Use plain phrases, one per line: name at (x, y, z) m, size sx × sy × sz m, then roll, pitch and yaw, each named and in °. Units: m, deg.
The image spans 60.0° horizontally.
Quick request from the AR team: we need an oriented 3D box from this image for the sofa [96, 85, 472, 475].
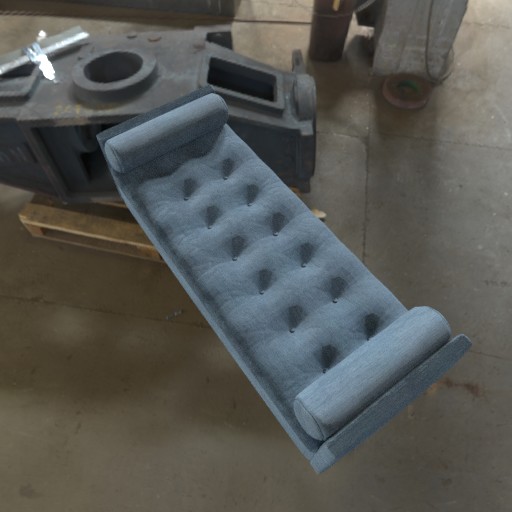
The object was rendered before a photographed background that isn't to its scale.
sofa at (0.000, 0.000, 2.436) m, size 0.796 × 0.705 × 2.102 m, roll -31°, pitch 63°, yaw -18°
